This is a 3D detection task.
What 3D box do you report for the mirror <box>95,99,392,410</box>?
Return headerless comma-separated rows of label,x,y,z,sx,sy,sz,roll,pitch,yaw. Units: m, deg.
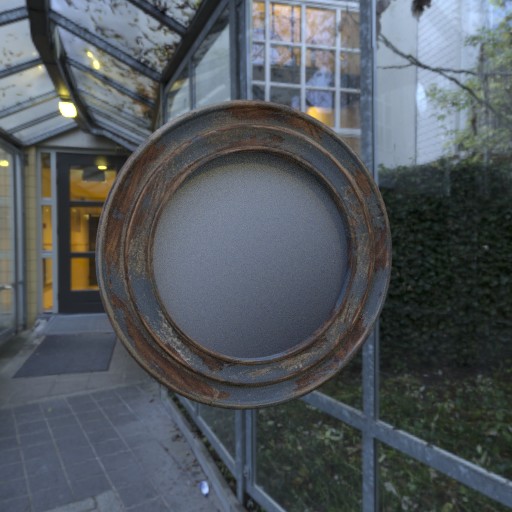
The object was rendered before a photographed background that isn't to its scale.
mirror,0.000,0.000,0.859,0.585,0.585,0.061,-1,2,-18
